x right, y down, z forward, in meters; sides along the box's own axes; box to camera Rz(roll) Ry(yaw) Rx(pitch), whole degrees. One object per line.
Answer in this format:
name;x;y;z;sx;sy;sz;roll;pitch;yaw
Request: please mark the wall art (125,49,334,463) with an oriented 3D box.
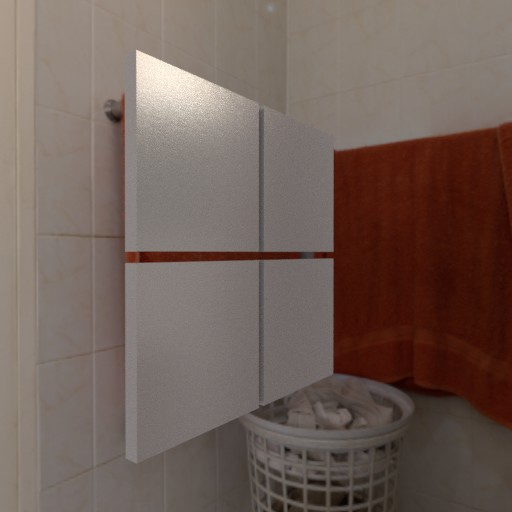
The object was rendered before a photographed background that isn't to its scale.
wall art;0.000;0.000;0.904;0.029;0.611;0.611;0;1;38
